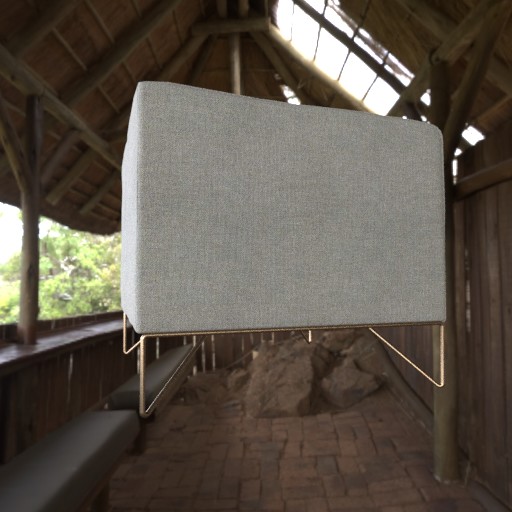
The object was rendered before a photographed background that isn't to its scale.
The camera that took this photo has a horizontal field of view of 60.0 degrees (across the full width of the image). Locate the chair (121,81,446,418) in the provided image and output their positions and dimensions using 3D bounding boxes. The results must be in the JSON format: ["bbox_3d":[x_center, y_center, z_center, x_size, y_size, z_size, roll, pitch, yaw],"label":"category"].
[{"bbox_3d":[0.000,0.000,1.594,0.912,0.799,0.920,1,-3,-19],"label":"chair"}]
